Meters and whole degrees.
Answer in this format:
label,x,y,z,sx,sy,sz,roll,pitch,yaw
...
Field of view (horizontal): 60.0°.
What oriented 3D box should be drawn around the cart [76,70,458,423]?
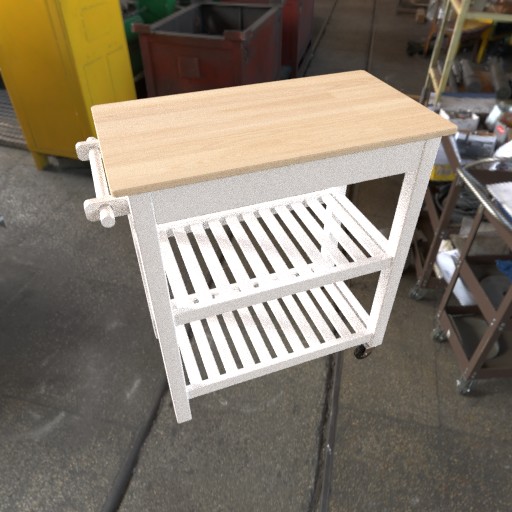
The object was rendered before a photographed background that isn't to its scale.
label,x,y,z,sx,sy,sz,roll,pitch,yaw
cart,0.000,0.000,1.431,0.899,0.927,0.457,-14,42,-15
